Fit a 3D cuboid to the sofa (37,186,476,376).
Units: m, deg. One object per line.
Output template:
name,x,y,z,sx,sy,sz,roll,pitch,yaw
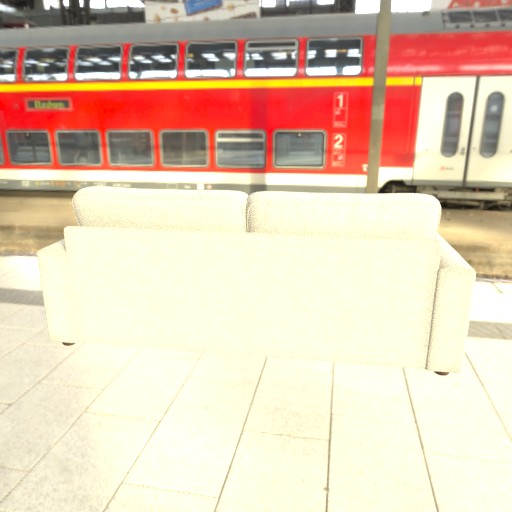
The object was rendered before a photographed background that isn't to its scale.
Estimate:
sofa,0.000,0.000,2.668,2.179,0.873,1.016,3,17,8
